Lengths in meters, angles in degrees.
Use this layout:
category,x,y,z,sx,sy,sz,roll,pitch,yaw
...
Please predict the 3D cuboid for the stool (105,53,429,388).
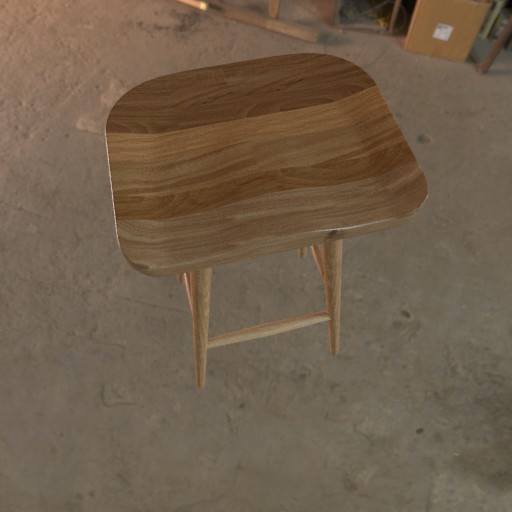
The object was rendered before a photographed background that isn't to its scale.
category,x,y,z,sx,sy,sz,roll,pitch,yaw
stool,0.000,0.000,0.925,0.407,0.698,0.322,-12,63,-6
